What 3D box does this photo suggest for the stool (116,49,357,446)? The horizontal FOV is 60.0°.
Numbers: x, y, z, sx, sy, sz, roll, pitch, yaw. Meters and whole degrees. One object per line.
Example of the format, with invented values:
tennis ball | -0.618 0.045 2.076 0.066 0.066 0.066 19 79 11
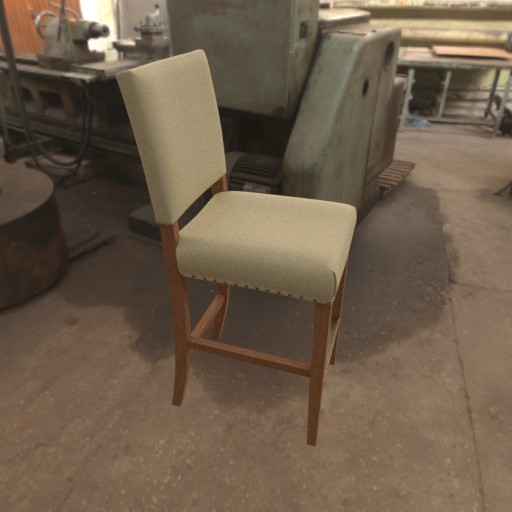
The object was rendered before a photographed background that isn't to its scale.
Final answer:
stool | 0.000 0.000 1.446 0.584 1.168 0.445 9 33 15
